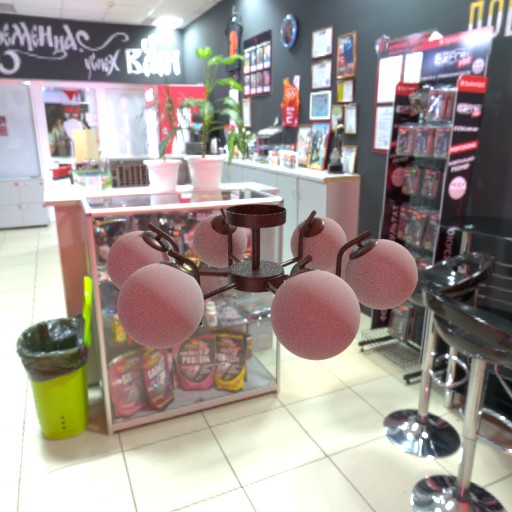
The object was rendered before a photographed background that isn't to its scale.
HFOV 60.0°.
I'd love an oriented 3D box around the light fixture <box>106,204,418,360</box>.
[{"bbox_3d":[0.000,0.000,0.941,0.662,0.201,0.662,0,16,0],"label":"light fixture"}]
